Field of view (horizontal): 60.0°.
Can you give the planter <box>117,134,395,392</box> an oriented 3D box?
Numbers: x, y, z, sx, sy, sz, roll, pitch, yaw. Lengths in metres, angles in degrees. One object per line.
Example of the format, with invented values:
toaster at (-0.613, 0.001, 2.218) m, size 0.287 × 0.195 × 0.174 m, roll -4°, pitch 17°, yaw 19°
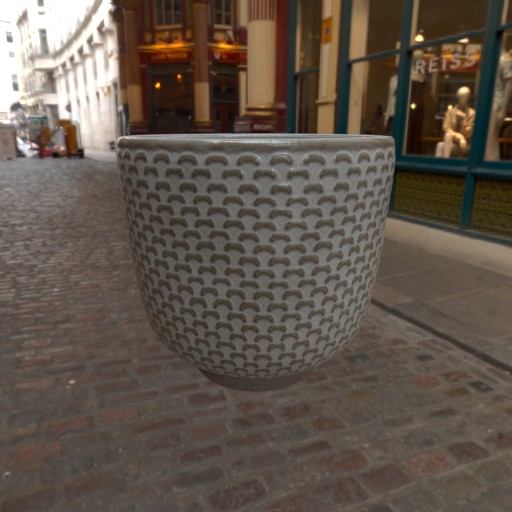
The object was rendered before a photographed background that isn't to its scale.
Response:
planter at (0.000, 0.000, 0.305) m, size 0.173 × 0.160 × 0.173 m, roll 0°, pitch 16°, yaw 0°
